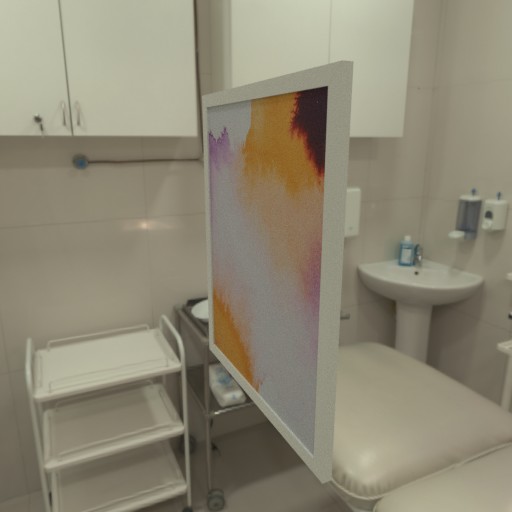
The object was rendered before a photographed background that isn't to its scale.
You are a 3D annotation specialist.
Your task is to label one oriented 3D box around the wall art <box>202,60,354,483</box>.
[{"bbox_3d":[0.000,0.000,0.626,0.013,0.456,0.382,-7,16,-25],"label":"wall art"}]
